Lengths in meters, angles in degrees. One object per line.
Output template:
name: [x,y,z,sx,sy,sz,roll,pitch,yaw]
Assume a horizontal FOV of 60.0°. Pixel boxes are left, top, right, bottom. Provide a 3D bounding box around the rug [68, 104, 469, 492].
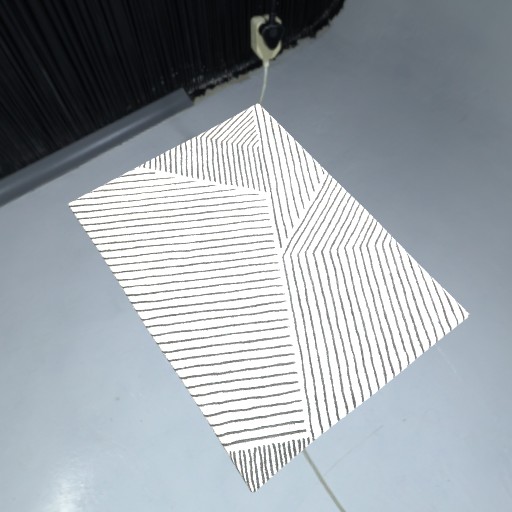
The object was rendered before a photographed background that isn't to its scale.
rug: [0.000,0.000,3.225,1.829,0.028,2.449,-33,67,-16]
